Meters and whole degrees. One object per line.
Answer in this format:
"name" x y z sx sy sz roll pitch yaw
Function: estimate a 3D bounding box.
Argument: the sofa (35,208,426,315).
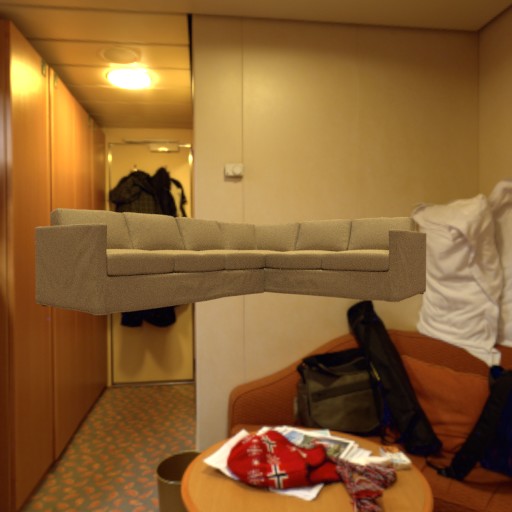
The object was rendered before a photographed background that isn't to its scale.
"sofa" 0.000 0.000 4.382 2.432 0.871 3.182 0 1 36
